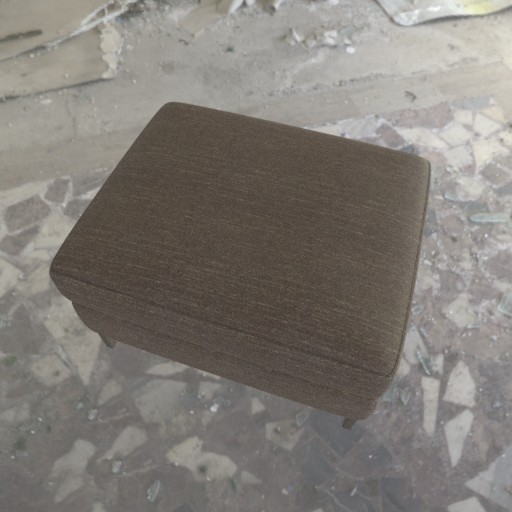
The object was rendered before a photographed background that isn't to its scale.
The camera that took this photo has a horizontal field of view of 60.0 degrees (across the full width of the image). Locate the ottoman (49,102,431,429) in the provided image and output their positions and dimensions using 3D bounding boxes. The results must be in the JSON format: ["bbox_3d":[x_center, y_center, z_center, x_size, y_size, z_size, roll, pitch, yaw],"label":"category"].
[{"bbox_3d":[0.000,0.000,1.254,0.820,0.490,0.671,16,57,10],"label":"ottoman"}]
